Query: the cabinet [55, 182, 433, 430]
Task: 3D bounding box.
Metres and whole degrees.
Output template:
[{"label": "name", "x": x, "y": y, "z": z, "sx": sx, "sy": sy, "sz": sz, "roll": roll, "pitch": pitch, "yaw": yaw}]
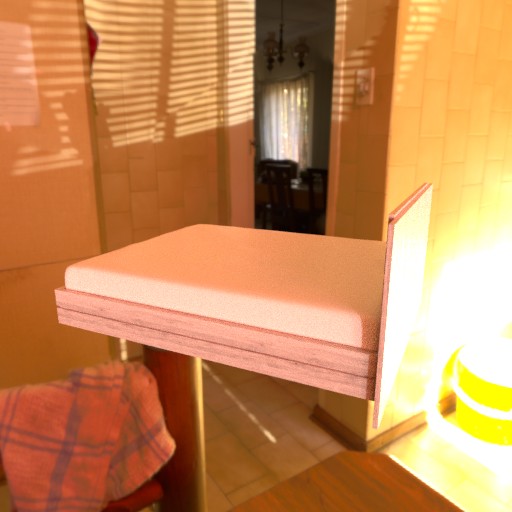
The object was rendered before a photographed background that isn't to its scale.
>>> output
[{"label": "cabinet", "x": 0.000, "y": 0.000, "z": 3.095, "sx": 2.080, "sy": 0.970, "sz": 1.750, "roll": 7, "pitch": 17, "yaw": 25}]
